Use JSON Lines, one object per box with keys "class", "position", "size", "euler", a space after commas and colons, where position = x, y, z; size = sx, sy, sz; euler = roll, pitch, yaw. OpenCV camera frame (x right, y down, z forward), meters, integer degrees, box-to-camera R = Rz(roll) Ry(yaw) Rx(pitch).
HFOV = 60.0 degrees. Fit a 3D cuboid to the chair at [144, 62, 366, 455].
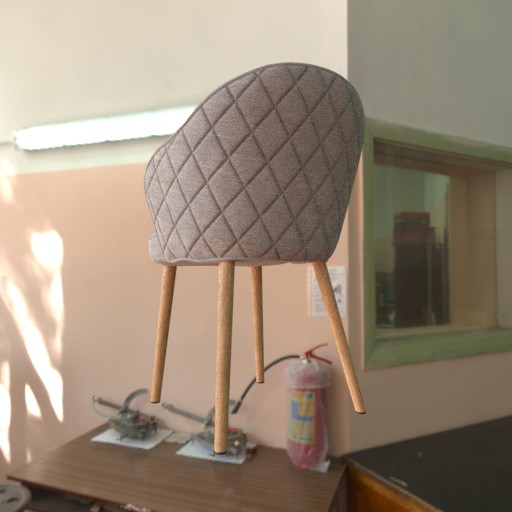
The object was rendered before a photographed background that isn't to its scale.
{"class": "chair", "position": [0.000, 0.000, 1.154], "size": [0.540, 0.800, 0.530], "euler": [1, -2, -36]}
